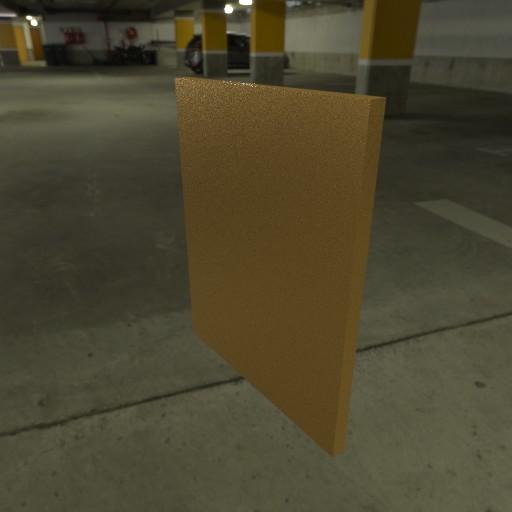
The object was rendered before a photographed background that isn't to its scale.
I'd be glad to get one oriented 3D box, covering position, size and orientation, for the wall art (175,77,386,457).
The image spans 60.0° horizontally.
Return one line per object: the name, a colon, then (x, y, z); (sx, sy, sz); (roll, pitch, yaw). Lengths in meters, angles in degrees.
wall art: (0.000, 0.000, 1.057); (0.038, 0.762, 0.610); (-18, 31, -34)
